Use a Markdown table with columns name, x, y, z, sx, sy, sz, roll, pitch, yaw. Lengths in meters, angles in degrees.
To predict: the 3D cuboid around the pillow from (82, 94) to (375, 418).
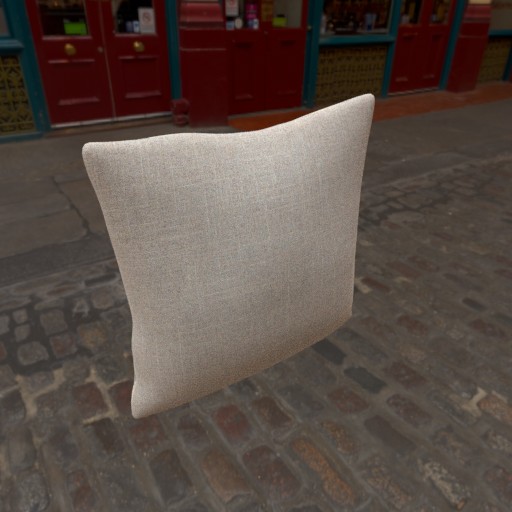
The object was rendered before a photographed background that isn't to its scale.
| name | x | y | z | sx | sy | sz | roll | pitch | yaw |
| --- | --- | --- | --- | --- | --- | --- | --- | --- | --- |
| pillow | 0.000 | 0.000 | 0.872 | 0.578 | 0.558 | 0.192 | -18 | 34 | -29 |
